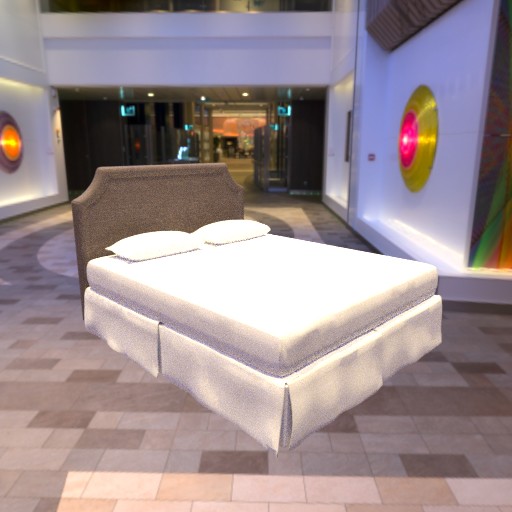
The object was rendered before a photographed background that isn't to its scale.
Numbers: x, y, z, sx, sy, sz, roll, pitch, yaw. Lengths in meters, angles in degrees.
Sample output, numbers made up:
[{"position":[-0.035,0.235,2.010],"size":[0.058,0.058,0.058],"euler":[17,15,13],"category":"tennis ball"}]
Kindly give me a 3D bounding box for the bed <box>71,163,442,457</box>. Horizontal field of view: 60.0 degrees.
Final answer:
[{"position":[0.000,0.000,4.129],"size":[2.773,1.590,2.350],"euler":[13,19,43],"category":"bed"}]
